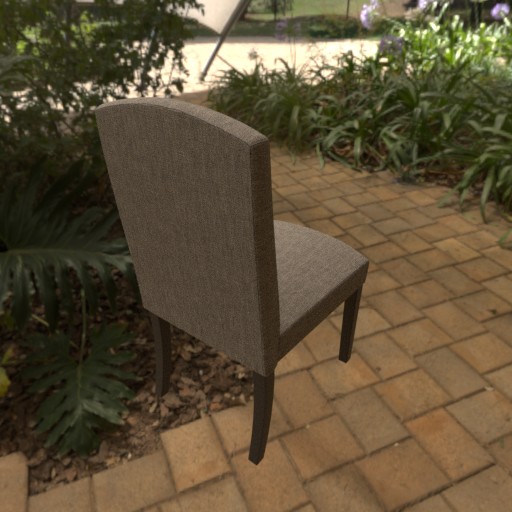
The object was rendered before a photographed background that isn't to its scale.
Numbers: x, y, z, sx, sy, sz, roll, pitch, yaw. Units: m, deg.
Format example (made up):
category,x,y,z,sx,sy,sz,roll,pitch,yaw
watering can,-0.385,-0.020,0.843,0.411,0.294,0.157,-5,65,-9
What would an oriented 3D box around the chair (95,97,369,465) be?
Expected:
category,x,y,z,sx,sy,sz,roll,pitch,yaw
chair,0.000,0.000,1.239,0.451,0.917,0.580,22,36,32
